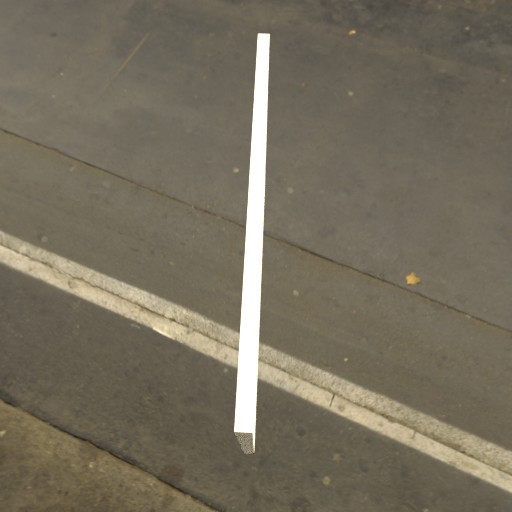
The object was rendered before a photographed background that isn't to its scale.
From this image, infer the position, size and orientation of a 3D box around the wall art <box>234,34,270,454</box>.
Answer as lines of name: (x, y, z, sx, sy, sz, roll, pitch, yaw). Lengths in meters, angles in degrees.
wall art: (0.000, 0.000, 1.446, 0.038, 0.767, 1.144, 2, 63, 1)
